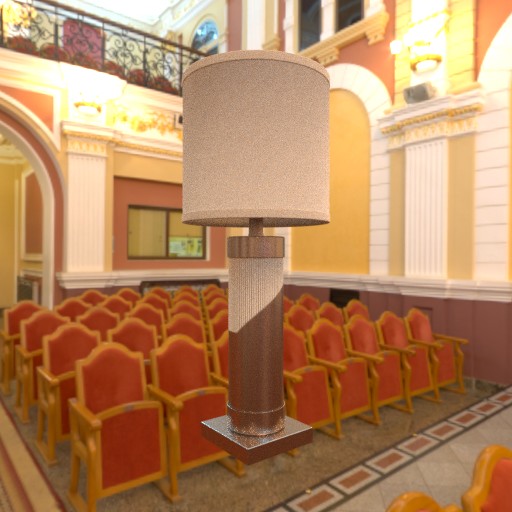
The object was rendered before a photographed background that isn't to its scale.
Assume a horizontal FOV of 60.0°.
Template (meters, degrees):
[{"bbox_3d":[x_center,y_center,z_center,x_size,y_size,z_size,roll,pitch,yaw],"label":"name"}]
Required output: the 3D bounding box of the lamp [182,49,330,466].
[{"bbox_3d":[0.000,0.000,0.614,0.202,0.509,0.202,0,1,-38],"label":"lamp"}]
